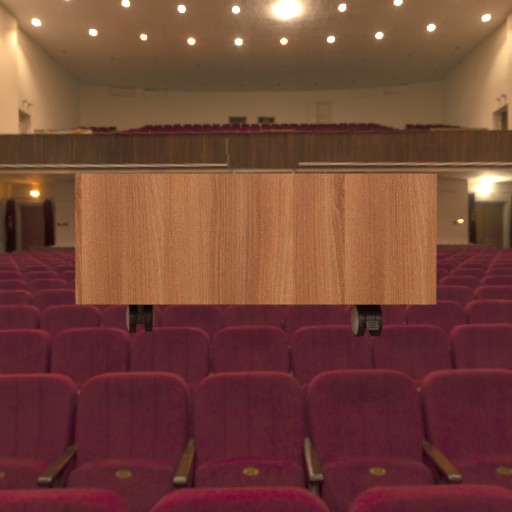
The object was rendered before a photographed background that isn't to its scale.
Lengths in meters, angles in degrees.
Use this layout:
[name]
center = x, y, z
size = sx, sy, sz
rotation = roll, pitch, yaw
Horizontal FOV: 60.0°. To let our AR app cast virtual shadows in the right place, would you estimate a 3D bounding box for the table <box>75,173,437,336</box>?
[table]
center = 0.000, 0.000, 1.409
size = 0.700, 0.330, 1.100
rotation = 0, 1, 0
